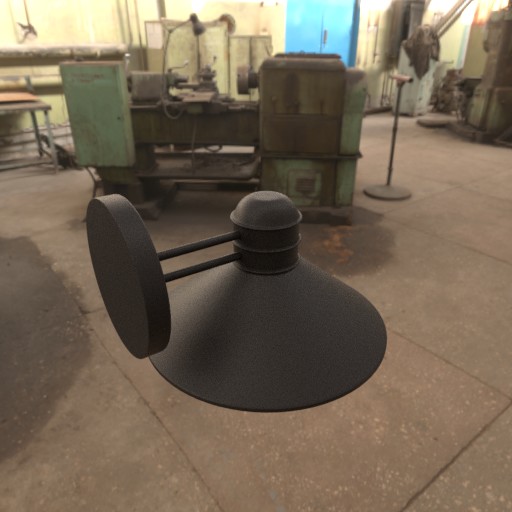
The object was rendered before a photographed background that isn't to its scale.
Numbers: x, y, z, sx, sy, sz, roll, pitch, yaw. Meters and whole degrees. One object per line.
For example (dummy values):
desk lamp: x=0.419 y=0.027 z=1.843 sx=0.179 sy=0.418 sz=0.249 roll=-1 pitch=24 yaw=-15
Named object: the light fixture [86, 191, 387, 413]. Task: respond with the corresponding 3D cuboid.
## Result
light fixture: x=0.000 y=0.000 z=0.679 sx=0.434 sy=0.265 sz=0.396 roll=-17 pitch=31 yaw=-31
